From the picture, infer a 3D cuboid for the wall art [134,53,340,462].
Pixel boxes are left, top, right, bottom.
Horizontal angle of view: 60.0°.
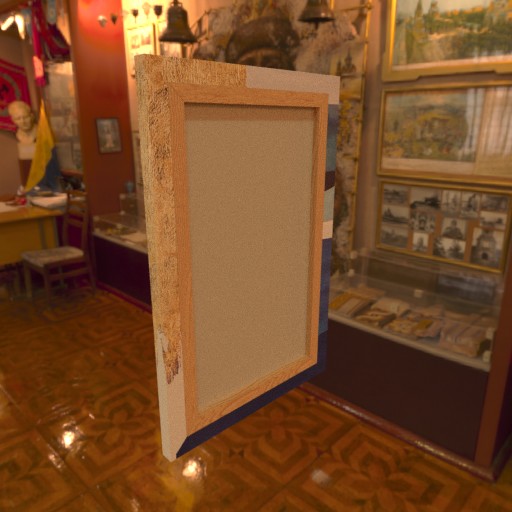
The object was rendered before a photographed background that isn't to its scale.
[{"bbox_3d":[0.000,0.000,1.160,0.607,0.911,0.039,-15,23,-42],"label":"wall art"}]
